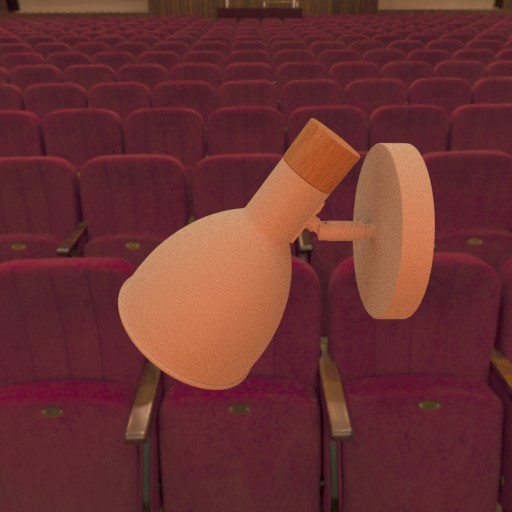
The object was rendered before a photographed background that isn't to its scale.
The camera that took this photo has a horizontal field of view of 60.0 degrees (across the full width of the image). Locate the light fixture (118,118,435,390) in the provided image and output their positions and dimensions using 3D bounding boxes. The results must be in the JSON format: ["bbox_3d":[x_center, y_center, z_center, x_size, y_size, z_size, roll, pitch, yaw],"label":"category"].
[{"bbox_3d":[0.000,0.000,0.331,0.209,0.199,0.127,0,28,0],"label":"light fixture"}]
